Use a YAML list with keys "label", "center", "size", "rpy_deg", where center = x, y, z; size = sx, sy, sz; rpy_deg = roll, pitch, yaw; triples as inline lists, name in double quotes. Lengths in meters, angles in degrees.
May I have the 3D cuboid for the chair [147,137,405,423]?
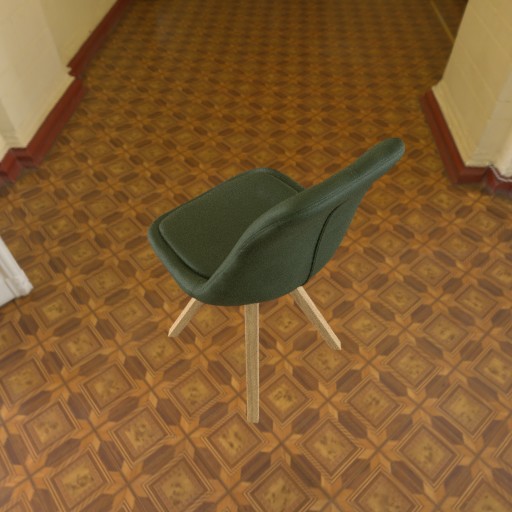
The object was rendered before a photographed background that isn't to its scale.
- label: "chair"
  center: [0.000, 0.000, 1.208]
  size: [0.483, 0.865, 0.547]
  rpy_deg: [-33, 56, -26]
